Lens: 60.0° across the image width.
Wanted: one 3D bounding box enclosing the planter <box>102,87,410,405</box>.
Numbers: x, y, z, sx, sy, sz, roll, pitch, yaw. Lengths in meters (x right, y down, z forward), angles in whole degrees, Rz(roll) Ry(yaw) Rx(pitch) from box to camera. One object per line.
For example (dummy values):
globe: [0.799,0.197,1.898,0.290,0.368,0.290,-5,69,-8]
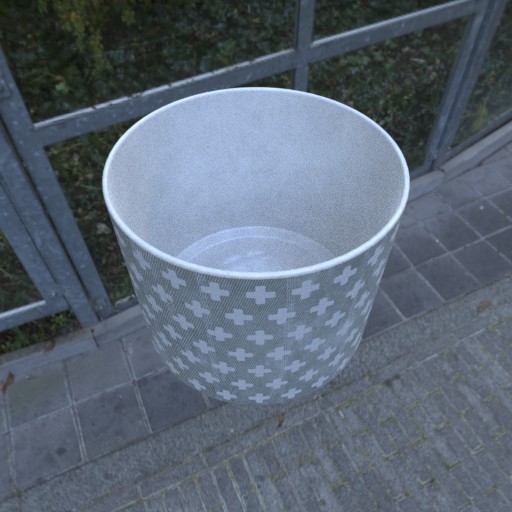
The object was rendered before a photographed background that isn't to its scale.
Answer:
planter: [0.000,0.000,0.457,0.250,0.239,0.250,0,48,0]
